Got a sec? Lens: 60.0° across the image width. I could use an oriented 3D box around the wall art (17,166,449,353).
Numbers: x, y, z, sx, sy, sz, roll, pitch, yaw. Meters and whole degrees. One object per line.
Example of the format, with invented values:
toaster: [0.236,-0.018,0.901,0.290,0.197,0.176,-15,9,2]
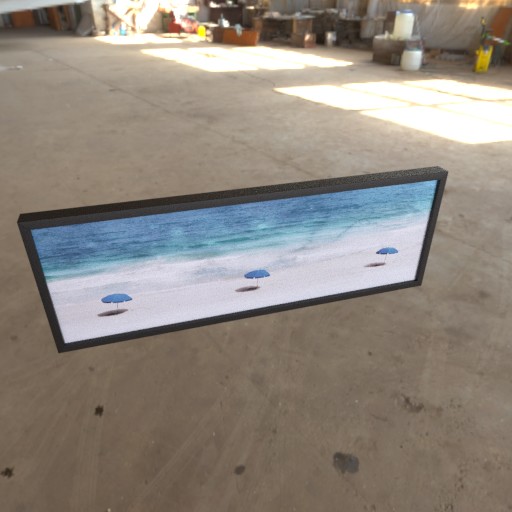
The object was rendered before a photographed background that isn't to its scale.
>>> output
wall art: [0.000,0.000,0.952,0.860,0.303,0.037,-9,33,-14]
